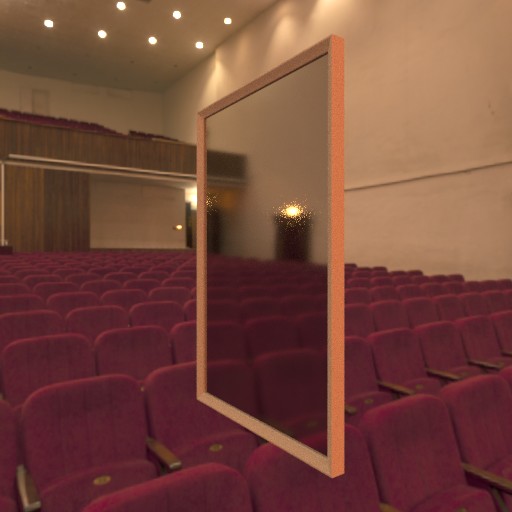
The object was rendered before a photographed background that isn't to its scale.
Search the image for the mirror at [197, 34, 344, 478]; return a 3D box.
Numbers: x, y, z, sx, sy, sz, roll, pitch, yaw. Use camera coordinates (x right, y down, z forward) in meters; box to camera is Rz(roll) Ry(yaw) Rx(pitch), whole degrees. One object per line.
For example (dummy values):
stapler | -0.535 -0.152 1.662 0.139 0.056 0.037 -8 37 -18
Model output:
mirror | 0.000 0.000 1.174 0.041 0.915 0.609 0 0 -35
